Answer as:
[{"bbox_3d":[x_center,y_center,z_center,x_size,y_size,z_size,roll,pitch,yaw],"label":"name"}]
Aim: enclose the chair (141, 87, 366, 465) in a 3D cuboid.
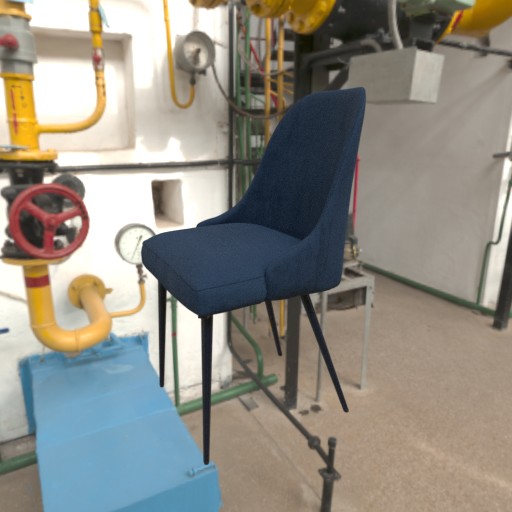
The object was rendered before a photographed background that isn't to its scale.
[{"bbox_3d":[0.000,0.000,1.241,0.559,0.896,0.478,-8,18,-27],"label":"chair"}]
